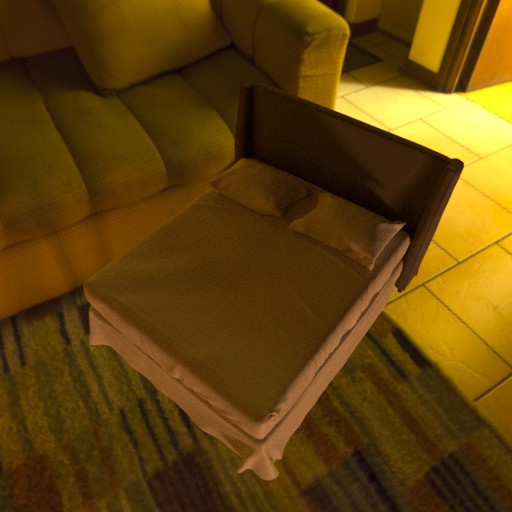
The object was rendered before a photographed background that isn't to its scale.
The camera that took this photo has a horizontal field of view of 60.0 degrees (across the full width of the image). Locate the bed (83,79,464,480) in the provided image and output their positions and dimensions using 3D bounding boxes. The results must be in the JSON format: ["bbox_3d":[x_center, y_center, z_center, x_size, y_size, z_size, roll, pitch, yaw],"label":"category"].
[{"bbox_3d":[0.000,0.000,3.340,1.925,1.332,2.276,31,56,24],"label":"bed"}]
